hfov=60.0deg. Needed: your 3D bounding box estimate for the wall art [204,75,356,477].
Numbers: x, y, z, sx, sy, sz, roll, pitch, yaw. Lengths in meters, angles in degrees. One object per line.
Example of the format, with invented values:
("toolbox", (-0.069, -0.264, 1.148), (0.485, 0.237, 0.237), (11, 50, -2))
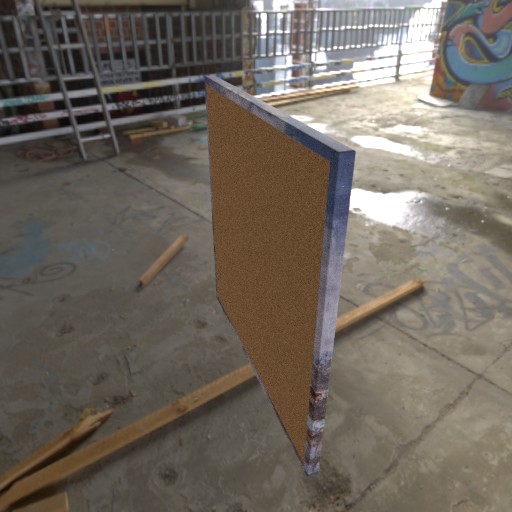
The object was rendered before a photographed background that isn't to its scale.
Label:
("wall art", (0.000, 0.000, 1.335), (0.035, 0.897, 0.888), (-11, 32, -18))
